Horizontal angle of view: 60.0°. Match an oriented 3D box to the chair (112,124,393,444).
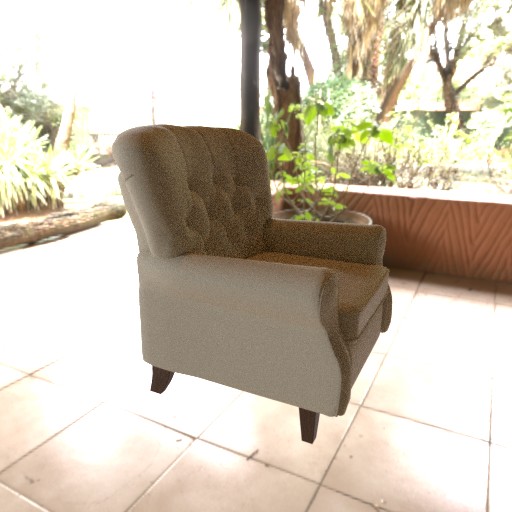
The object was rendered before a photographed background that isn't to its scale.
[{"bbox_3d":[0.000,0.000,2.042,1.132,1.169,1.035,8,18,26],"label":"chair"}]
